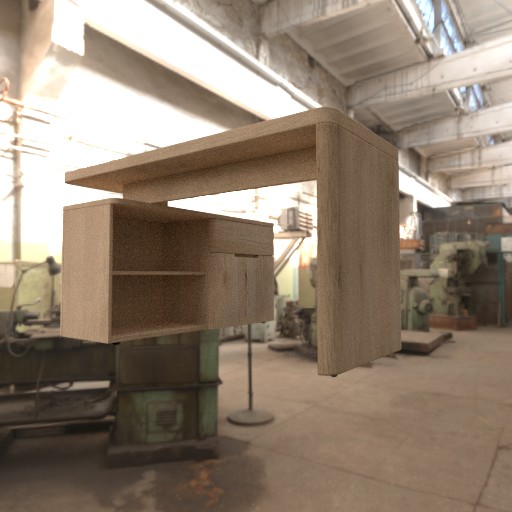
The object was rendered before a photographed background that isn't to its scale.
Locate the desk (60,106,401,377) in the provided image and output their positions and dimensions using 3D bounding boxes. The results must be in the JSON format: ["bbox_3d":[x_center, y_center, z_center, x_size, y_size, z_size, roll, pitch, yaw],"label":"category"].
[{"bbox_3d":[0.000,0.000,2.103,1.400,0.770,1.175,-2,-3,37],"label":"desk"}]
